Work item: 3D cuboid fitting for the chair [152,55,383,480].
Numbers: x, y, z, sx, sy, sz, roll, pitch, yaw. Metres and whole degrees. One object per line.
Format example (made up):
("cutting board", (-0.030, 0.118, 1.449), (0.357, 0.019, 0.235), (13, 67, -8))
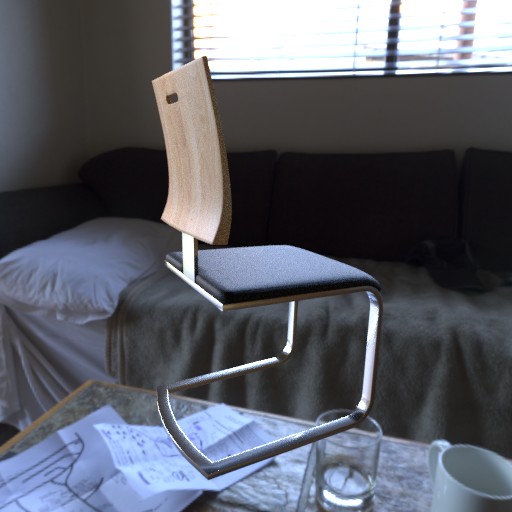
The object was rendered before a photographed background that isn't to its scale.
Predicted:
("chair", (0.000, 0.000, 1.233), (0.560, 0.936, 0.462), (-7, 15, -27))
